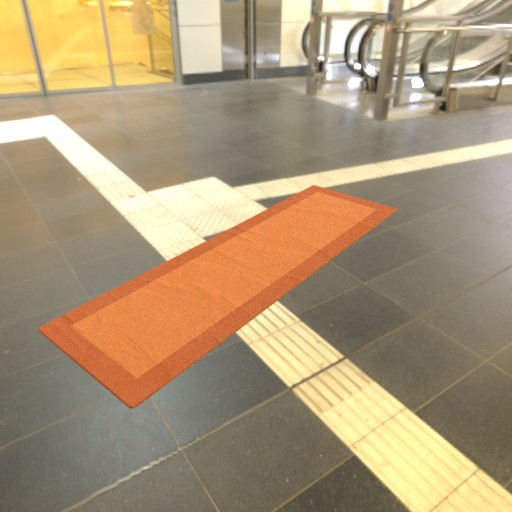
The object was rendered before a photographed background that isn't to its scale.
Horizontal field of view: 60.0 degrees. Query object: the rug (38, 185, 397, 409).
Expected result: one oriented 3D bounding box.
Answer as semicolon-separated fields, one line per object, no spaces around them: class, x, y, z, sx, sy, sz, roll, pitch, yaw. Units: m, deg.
rug;0.000;0.000;2.751;0.914;0.013;2.471;21;37;30
